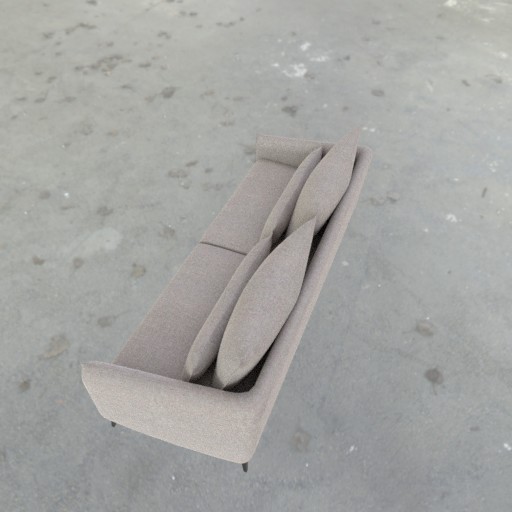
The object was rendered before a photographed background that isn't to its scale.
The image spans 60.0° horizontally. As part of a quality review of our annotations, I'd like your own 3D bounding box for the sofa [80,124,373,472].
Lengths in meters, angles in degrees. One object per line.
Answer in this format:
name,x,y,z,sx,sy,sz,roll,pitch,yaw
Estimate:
sofa,0.000,0.000,2.434,0.809,0.833,2.022,17,49,15
